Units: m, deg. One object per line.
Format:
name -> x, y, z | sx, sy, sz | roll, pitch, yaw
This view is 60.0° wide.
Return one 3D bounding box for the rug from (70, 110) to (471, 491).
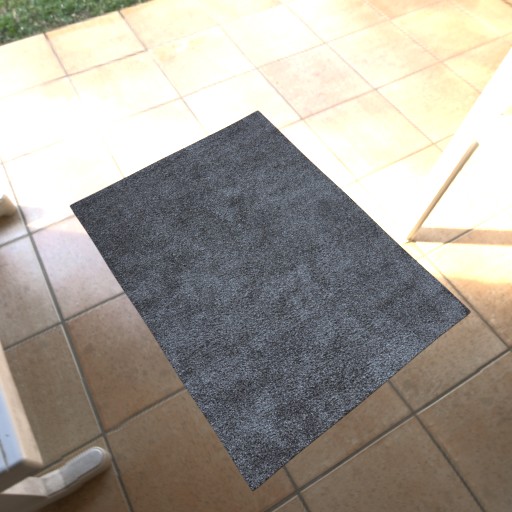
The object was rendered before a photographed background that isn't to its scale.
rug -> 0.000, 0.000, 2.122 | 1.198, 0.025, 1.601 | -32, 64, -18
